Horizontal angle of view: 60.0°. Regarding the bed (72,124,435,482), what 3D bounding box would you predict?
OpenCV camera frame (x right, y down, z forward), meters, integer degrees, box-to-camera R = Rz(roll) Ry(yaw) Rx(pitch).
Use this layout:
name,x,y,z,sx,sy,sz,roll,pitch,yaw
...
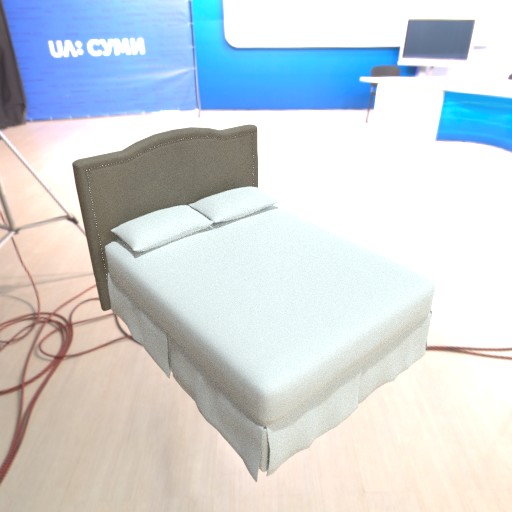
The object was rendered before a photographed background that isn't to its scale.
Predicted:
name,x,y,z,sx,sy,sz,roll,pitch,yaw
bed,0.000,0.000,3.262,1.744,1.441,2.128,-23,38,-33
